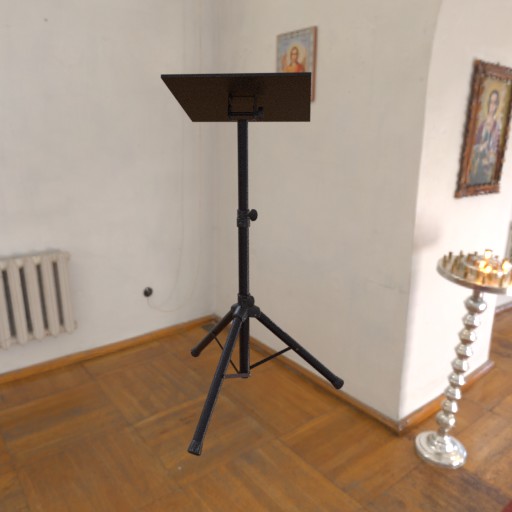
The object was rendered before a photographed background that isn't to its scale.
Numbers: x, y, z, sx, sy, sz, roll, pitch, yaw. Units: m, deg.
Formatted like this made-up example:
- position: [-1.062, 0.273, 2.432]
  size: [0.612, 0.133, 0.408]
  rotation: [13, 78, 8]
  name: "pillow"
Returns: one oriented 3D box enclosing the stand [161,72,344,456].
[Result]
- position: [0.000, 0.000, 1.593]
  size: [0.702, 1.198, 0.702]
  rotation: [2, 16, 7]
  name: "stand"
